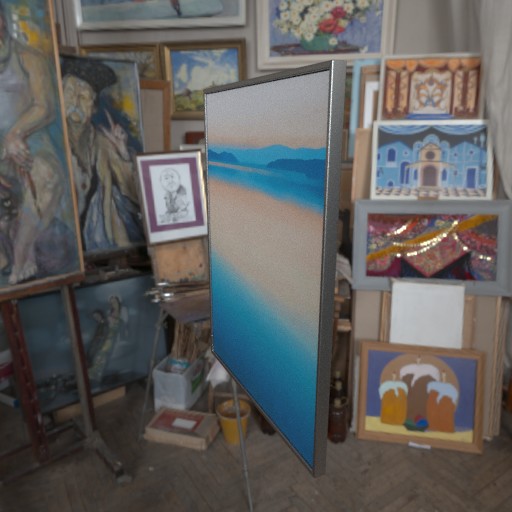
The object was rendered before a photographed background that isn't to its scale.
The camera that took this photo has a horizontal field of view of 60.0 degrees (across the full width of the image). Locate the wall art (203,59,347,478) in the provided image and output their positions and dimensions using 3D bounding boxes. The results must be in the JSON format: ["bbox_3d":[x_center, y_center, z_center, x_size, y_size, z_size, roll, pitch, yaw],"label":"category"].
[{"bbox_3d":[0.000,0.000,1.423,0.037,1.062,0.801,-8,18,-25],"label":"wall art"}]
